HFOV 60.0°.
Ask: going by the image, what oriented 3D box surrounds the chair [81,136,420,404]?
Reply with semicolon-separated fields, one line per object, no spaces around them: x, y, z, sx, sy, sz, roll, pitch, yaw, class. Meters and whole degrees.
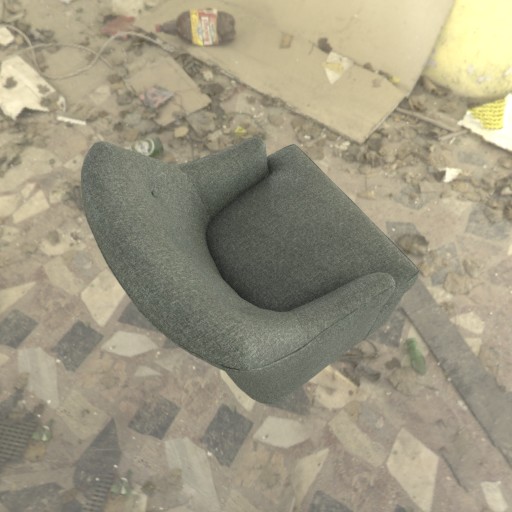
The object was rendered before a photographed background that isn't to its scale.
0.000;0.000;1.596;0.923;0.856;0.864;-30;63;-17;chair
